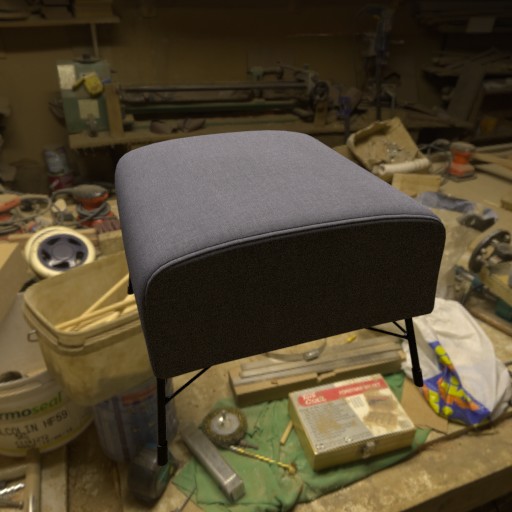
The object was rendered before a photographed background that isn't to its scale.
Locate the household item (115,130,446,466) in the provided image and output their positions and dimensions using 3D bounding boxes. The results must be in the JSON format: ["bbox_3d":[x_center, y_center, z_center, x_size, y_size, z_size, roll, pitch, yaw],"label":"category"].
[{"bbox_3d":[0.000,0.000,0.917,0.530,0.410,0.530,-10,32,-17],"label":"household item"}]
